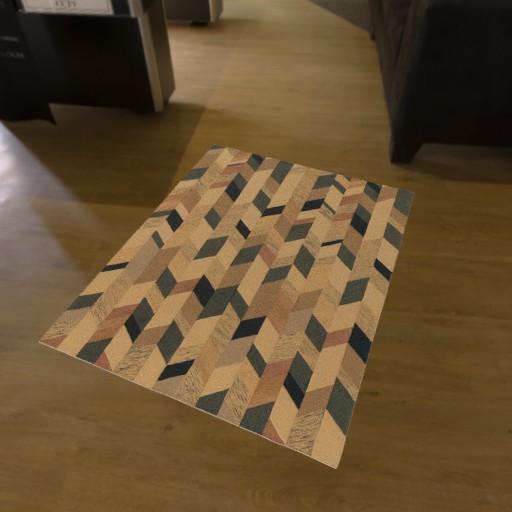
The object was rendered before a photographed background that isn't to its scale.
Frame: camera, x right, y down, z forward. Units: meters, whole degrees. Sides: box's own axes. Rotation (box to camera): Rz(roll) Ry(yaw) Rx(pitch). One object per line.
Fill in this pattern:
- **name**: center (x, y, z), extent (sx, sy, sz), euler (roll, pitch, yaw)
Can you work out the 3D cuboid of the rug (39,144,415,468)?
- **rug**: center (0.000, 0.000, 4.157), extent (2.451, 0.011, 3.072), euler (17, 49, 16)
